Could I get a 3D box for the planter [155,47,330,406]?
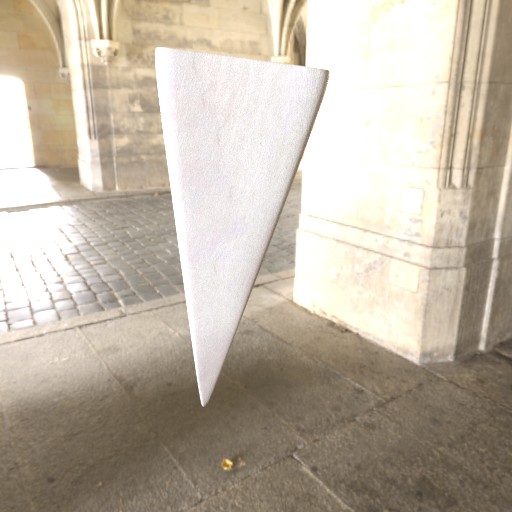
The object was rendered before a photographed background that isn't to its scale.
[{"bbox_3d":[0.000,0.000,0.275,0.081,0.224,0.101,3,17,9],"label":"planter"}]
